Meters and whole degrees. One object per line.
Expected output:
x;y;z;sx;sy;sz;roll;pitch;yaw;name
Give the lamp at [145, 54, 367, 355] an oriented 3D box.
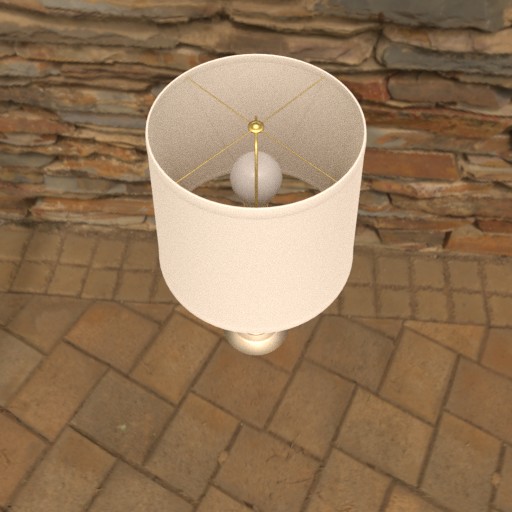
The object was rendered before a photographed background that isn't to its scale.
0.000;0.000;0.792;0.328;0.619;0.328;0;59;0;lamp
